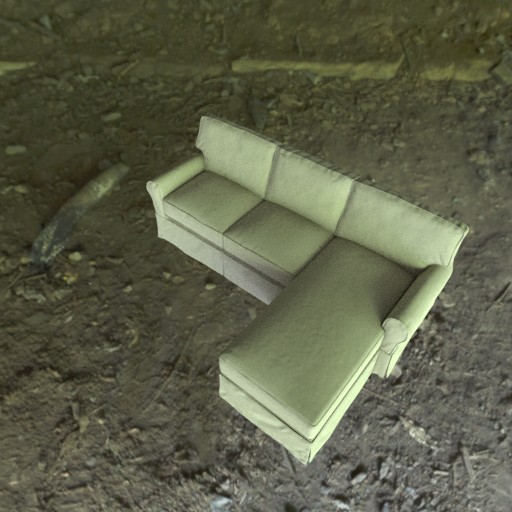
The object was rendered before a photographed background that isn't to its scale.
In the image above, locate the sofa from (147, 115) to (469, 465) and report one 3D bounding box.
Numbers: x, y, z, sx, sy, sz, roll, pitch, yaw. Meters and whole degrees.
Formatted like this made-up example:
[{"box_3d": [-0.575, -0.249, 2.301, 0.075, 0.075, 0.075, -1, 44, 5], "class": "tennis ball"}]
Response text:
[{"box_3d": [0.000, 0.000, 3.383, 2.475, 0.978, 1.733, 30, 53, 26], "class": "sofa"}]
